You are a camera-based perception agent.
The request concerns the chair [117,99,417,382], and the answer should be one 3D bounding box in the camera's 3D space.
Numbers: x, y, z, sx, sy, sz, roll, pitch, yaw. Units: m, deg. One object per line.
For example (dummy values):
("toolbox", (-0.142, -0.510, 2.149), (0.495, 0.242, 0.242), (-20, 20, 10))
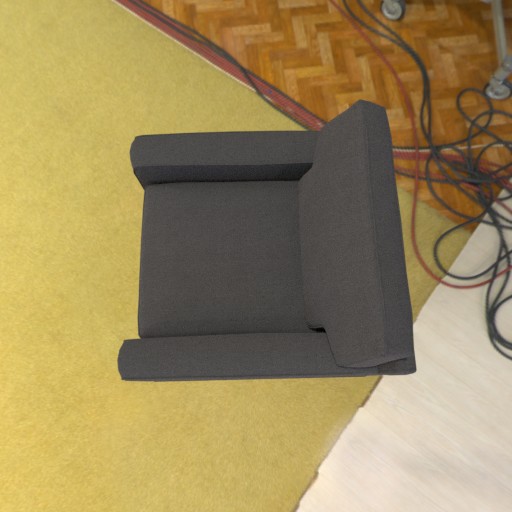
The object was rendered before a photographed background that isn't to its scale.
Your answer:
("chair", (0.000, 0.000, 1.860), (1.043, 0.913, 0.997), (-1, 74, 0))
